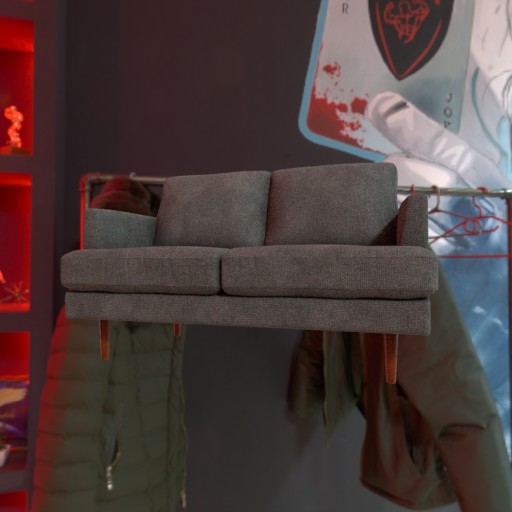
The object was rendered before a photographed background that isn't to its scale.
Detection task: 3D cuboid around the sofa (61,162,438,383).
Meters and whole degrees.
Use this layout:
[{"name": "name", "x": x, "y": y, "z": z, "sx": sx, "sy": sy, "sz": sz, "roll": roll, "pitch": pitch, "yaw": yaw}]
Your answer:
[{"name": "sofa", "x": 0.000, "y": 0.000, "z": 2.150, "sx": 1.582, "sy": 0.956, "sz": 0.903, "roll": 0, "pitch": -1, "yaw": 18}]
